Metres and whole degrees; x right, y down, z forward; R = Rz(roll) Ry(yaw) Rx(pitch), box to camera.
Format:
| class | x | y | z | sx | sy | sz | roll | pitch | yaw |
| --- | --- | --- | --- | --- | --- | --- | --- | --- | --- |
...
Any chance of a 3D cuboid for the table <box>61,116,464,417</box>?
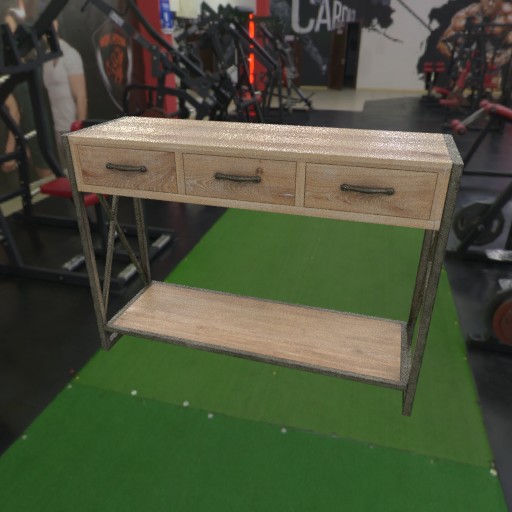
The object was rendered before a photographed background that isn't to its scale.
| class | x | y | z | sx | sy | sz | roll | pitch | yaw |
| --- | --- | --- | --- | --- | --- | --- | --- | --- | --- |
| table | 0.000 | 0.000 | 1.424 | 1.059 | 0.763 | 0.361 | 8 | 28 | 15 |
